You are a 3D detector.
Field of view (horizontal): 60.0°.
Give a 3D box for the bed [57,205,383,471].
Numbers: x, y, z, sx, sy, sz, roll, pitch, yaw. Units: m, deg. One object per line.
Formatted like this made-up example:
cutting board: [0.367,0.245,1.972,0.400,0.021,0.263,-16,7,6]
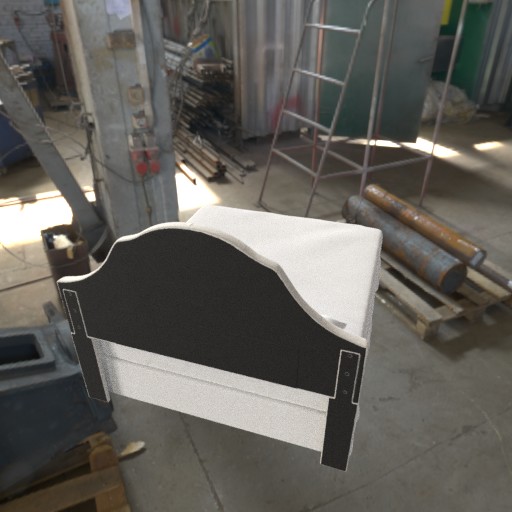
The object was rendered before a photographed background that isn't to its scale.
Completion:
bed: [0.000,0.000,3.596,2.008,1.615,2.214,10,33,15]
